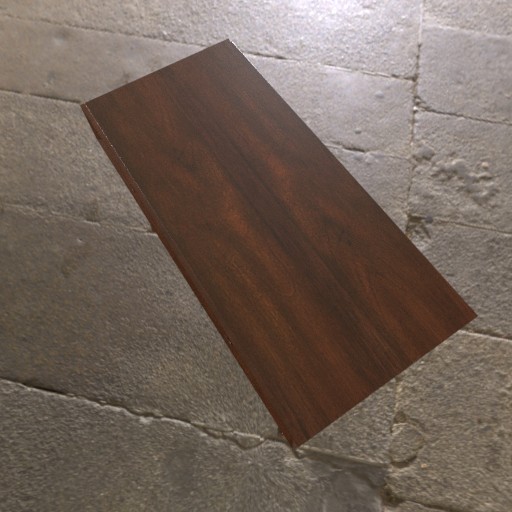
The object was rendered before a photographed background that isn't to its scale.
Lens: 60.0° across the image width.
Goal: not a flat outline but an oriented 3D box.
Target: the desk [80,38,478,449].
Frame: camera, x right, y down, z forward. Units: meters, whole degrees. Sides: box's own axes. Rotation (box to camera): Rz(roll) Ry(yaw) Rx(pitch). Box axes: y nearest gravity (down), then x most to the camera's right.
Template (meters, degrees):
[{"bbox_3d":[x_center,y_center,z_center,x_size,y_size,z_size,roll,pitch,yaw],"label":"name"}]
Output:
[{"bbox_3d":[0.000,0.000,2.132,0.734,1.031,1.577,-31,69,-13],"label":"desk"}]
